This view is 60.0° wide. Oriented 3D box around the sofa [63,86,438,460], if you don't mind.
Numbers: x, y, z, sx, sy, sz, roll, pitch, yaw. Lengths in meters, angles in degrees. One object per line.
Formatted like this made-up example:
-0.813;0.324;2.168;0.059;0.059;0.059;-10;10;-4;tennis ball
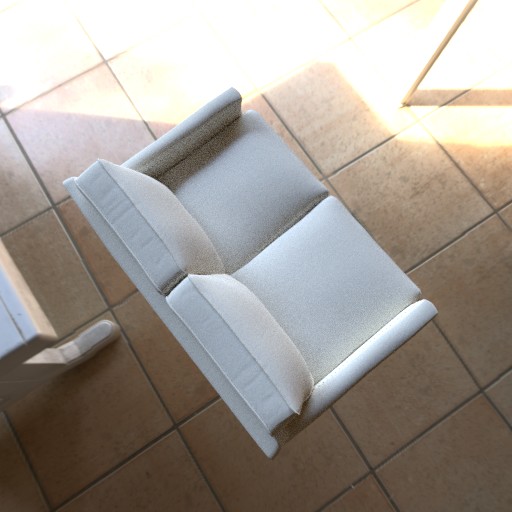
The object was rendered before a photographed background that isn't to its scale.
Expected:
0.000;0.000;2.284;1.084;1.003;1.597;-38;78;-9;sofa
